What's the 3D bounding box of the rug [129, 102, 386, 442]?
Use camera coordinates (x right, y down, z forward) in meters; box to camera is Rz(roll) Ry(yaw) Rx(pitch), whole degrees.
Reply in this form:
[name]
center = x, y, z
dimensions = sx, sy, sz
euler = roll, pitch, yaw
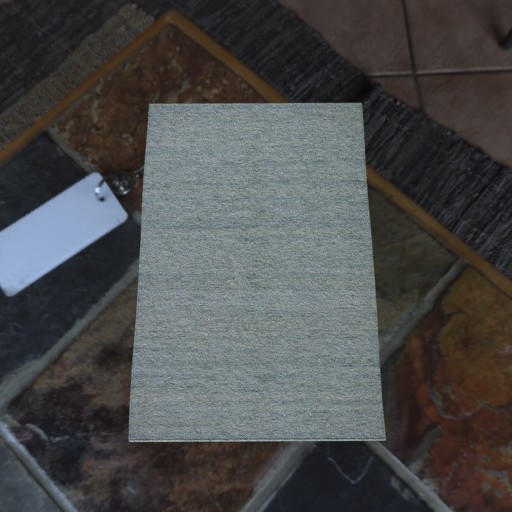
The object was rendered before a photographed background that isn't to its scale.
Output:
[rug]
center = 0.000, 0.000, 2.930
dimensions = 1.547, 0.013, 2.283
euler = 0, 76, 0
